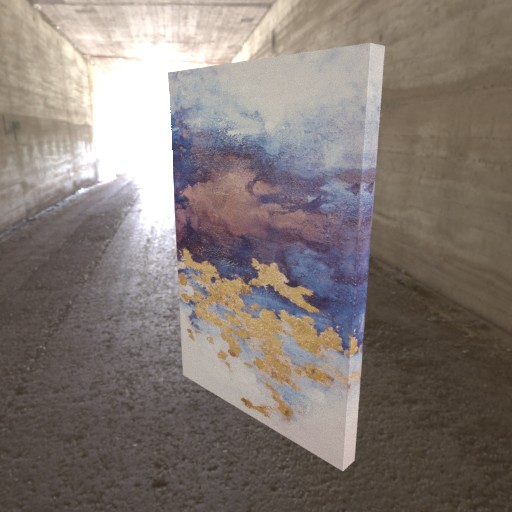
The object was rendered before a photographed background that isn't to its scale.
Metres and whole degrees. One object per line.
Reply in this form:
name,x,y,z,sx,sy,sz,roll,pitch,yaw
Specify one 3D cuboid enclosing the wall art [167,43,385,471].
wall art,0.000,0.000,1.078,0.583,0.874,0.048,15,22,42
